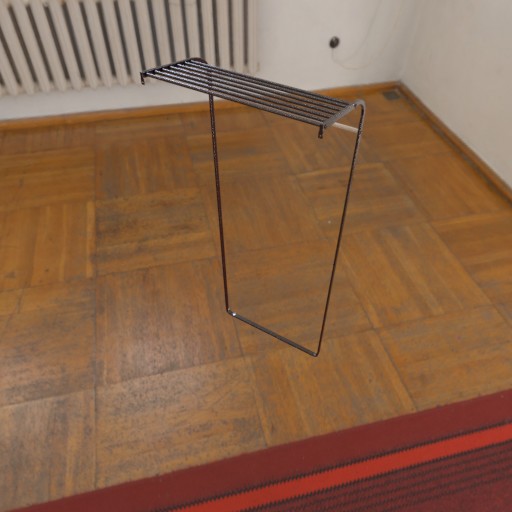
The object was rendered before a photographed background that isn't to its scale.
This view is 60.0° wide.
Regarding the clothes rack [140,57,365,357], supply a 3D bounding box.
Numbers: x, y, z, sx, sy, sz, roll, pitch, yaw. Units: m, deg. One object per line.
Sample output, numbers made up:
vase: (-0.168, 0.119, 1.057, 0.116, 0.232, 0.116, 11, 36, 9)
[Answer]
clothes rack: (0.000, 0.000, 1.887, 0.609, 1.574, 0.349, 23, 50, 21)
